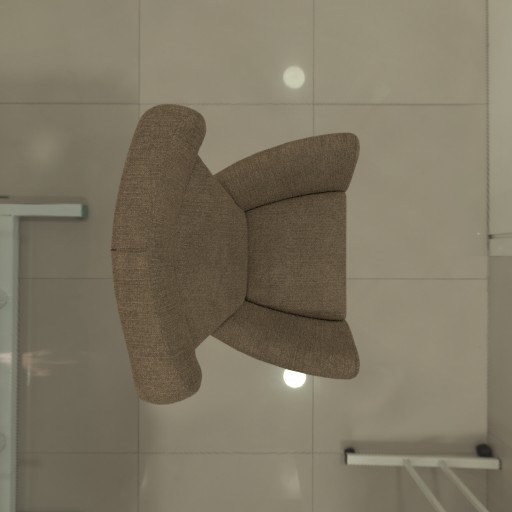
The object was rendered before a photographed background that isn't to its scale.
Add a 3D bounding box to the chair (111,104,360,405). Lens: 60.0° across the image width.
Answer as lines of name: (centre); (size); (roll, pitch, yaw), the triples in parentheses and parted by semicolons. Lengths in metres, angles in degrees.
chair: (0.000, 0.000, 1.790); (0.900, 1.040, 0.980); (0, 90, 0)
